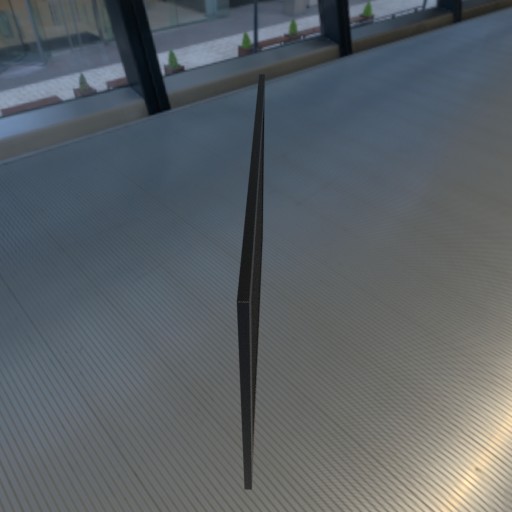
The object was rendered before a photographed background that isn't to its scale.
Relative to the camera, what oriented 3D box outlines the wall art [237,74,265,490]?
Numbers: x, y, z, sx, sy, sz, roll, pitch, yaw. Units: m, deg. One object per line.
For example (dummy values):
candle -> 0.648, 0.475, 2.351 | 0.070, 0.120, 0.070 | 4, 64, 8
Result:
wall art -> 0.000, 0.000, 0.834 | 0.013, 0.447, 0.660 | 1, 41, 2
